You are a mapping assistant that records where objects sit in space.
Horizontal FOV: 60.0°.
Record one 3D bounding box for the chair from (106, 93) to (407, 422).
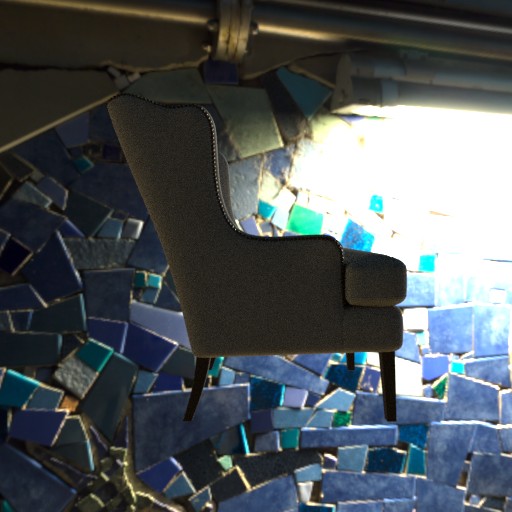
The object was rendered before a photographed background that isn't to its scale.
[{"bbox_3d":[0.000,0.000,1.690,0.940,1.029,0.737,0,1,0],"label":"chair"}]
